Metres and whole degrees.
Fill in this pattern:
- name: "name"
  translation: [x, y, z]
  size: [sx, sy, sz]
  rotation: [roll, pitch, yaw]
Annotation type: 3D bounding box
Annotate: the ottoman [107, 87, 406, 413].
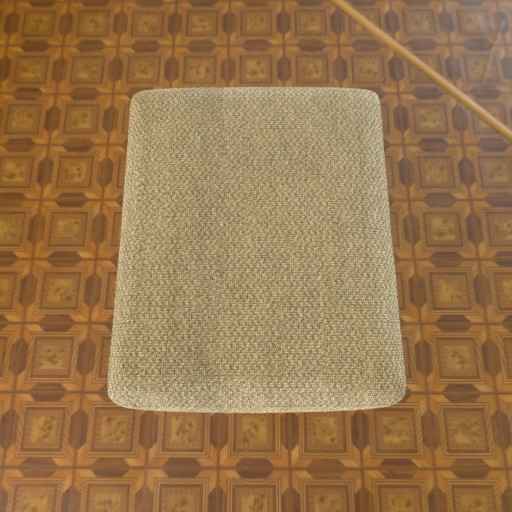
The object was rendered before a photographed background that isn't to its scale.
- name: "ottoman"
  translation: [0.000, 0.000, 1.123]
  size: [0.603, 0.476, 0.751]
  rotation: [0, 74, 0]
